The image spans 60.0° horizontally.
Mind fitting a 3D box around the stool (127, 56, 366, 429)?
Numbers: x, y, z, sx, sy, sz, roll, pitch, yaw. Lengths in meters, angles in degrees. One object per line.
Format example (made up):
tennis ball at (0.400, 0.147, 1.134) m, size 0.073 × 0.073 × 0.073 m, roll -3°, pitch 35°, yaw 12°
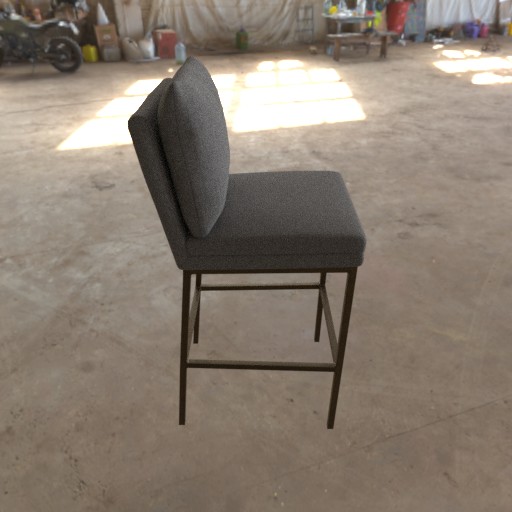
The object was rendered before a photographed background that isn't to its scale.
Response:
stool at (0.000, 0.000, 1.408) m, size 0.569 × 1.132 × 0.463 m, roll 0°, pitch 33°, yaw 0°
